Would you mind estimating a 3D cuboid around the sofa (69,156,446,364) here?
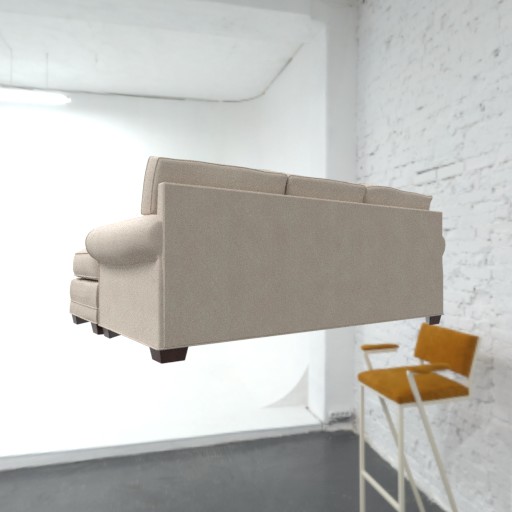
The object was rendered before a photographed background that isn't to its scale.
[{"bbox_3d":[0.000,0.000,2.426,1.770,0.734,1.226,0,-1,-35],"label":"sofa"}]
